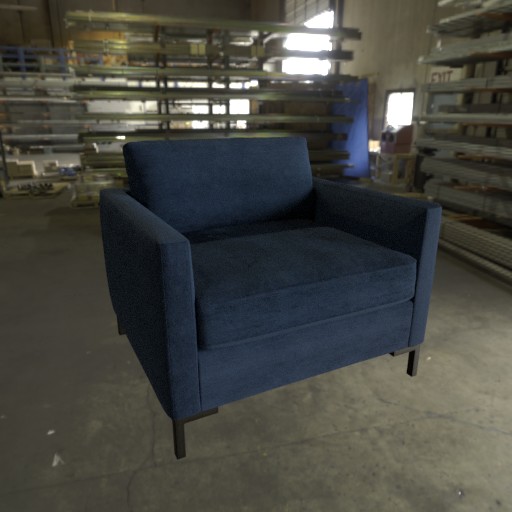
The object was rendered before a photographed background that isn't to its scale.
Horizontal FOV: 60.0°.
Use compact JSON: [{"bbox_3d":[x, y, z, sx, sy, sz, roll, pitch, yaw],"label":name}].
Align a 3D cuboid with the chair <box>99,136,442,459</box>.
[{"bbox_3d":[0.000,0.000,1.625,0.964,0.812,0.875,-9,20,-26],"label":"chair"}]
